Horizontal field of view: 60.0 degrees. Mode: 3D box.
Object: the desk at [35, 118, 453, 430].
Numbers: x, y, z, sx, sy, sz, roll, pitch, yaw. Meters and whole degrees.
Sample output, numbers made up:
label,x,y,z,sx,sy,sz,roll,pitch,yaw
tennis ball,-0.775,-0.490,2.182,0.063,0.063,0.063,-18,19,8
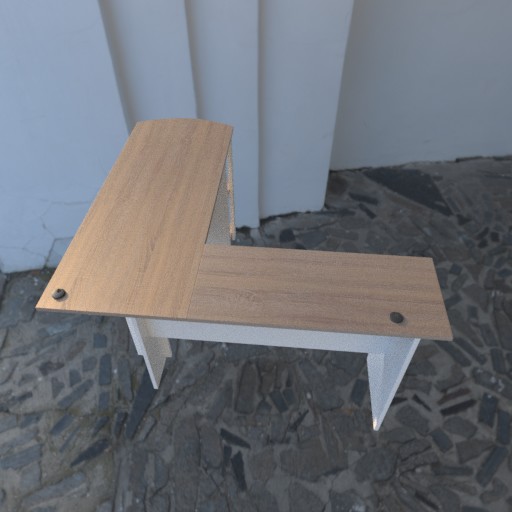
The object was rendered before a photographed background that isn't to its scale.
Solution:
label,x,y,z,sx,sy,sz,roll,pitch,yaw
desk,0.000,0.000,2.141,1.361,0.716,1.303,4,46,4
